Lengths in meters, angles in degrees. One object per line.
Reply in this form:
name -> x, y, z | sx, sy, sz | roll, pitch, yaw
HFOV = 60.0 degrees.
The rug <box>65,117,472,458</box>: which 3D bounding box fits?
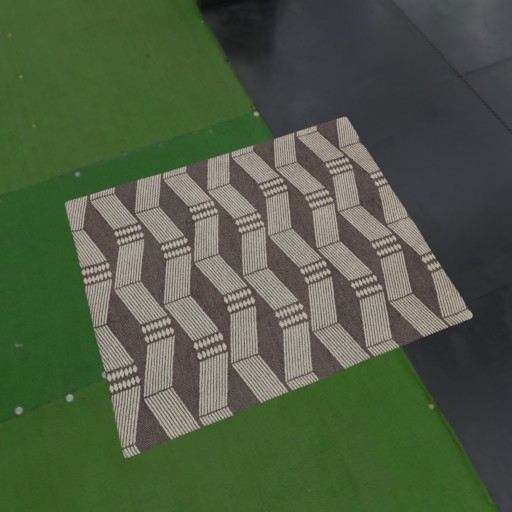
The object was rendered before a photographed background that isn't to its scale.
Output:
rug -> 0.000, 0.000, 4.046 | 3.048, 0.016, 2.438 | -19, 65, -9
